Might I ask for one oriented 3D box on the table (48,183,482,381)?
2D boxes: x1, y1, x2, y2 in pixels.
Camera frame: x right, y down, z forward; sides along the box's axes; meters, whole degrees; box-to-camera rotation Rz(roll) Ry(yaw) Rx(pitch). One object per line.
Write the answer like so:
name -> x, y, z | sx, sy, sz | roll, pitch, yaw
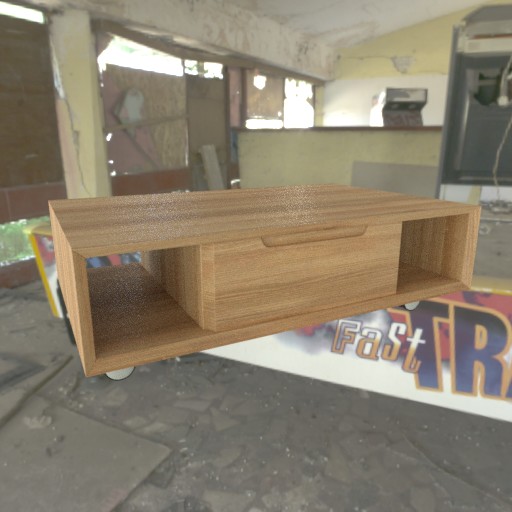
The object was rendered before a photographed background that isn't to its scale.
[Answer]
table -> 0.000, 0.000, 1.374 | 1.100, 0.330, 0.700 | -8, 17, -26
